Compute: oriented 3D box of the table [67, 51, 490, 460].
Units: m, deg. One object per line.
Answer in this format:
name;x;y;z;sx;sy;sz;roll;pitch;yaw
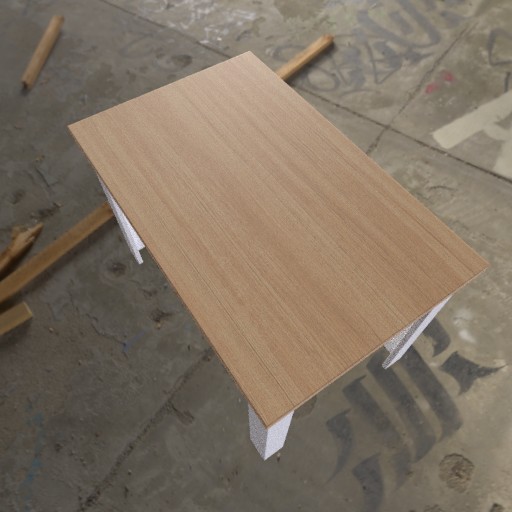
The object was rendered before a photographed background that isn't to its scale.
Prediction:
table;0.000;0.000;1.580;0.700;0.734;1.100;-30;63;-17
